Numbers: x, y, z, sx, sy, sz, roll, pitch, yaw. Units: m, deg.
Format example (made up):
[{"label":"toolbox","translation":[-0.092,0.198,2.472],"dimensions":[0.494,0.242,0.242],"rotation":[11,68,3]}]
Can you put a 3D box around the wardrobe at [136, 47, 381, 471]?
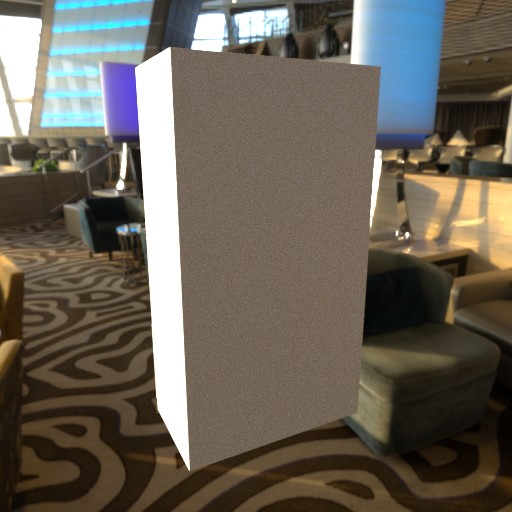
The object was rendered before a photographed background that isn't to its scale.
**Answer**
[{"label":"wardrobe","translation":[0.000,0.000,2.287],"dimensions":[0.991,1.808,0.577],"rotation":[-8,17,-26]}]
